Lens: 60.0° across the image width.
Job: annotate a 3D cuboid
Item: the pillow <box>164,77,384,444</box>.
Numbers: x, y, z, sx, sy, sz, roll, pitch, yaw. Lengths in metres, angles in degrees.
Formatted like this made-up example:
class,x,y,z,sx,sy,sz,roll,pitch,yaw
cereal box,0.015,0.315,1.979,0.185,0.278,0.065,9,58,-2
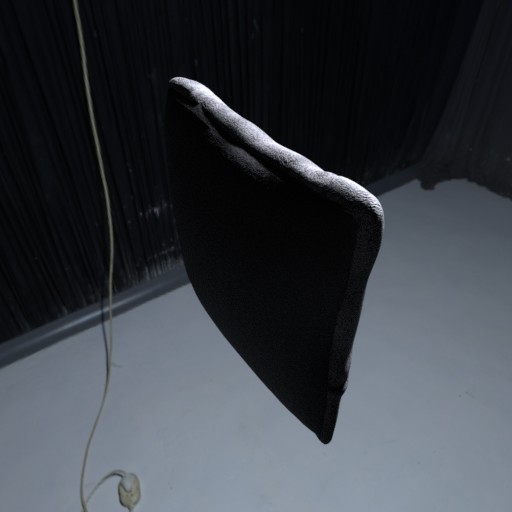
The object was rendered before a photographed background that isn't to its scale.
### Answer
class,x,y,z,sx,sy,sz,roll,pitch,yaw
pillow,0.000,0.000,0.796,0.204,0.520,0.522,-24,46,-25
